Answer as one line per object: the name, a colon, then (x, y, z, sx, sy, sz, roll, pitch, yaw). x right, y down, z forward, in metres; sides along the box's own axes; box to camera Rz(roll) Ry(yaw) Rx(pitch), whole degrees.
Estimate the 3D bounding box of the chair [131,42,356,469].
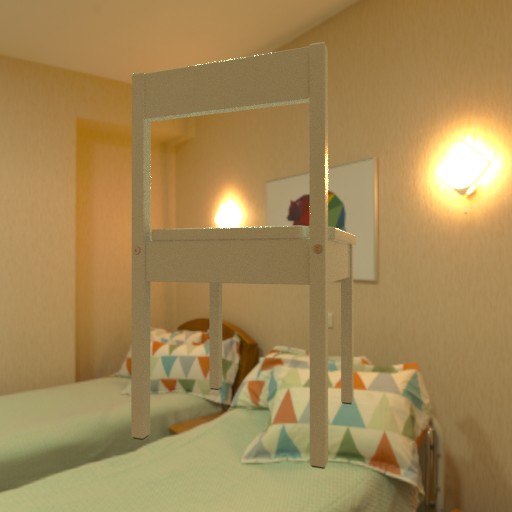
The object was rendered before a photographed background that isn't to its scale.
chair: (0.000, 0.000, 0.917, 0.367, 0.668, 0.361, 0, 0, 20)
